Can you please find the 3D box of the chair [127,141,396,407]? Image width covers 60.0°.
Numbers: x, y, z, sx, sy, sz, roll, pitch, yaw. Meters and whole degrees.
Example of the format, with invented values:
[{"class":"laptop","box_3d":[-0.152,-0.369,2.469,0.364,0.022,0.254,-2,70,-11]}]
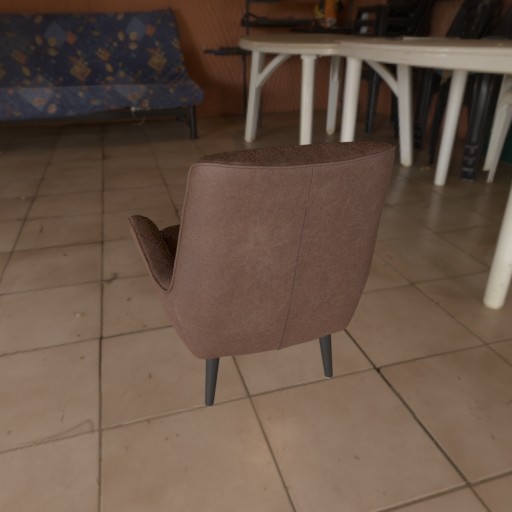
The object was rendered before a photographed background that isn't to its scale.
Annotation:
[{"class":"chair","box_3d":[0.000,0.000,1.497,0.787,0.888,0.824,-8,28,-16]}]
